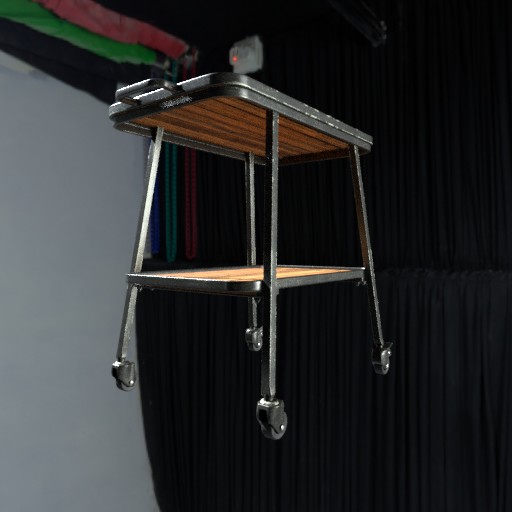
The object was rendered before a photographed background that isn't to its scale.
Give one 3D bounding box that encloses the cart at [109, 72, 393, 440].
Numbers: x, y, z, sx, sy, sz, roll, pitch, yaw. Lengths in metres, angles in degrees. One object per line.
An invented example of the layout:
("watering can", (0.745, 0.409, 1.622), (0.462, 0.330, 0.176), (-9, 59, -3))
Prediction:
("cart", (0.000, 0.000, 1.205), (0.515, 0.700, 0.806), (1, 2, 37))
